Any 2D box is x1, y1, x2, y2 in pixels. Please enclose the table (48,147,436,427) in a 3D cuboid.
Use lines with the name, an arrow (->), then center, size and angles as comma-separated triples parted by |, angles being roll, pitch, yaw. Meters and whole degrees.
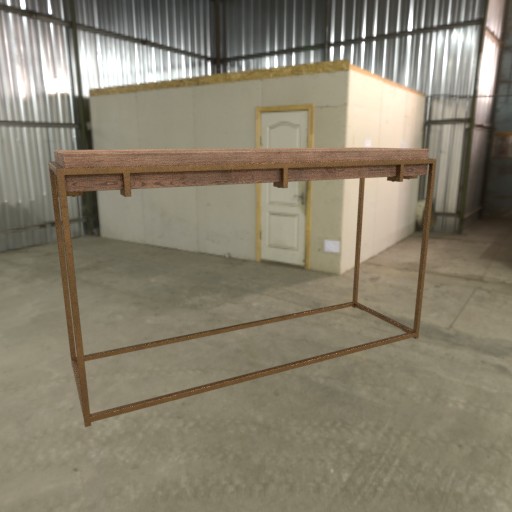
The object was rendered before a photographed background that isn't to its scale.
table -> 0.000, 0.000, 1.754 | 1.400, 0.820, 0.440 | -7, 16, -26
